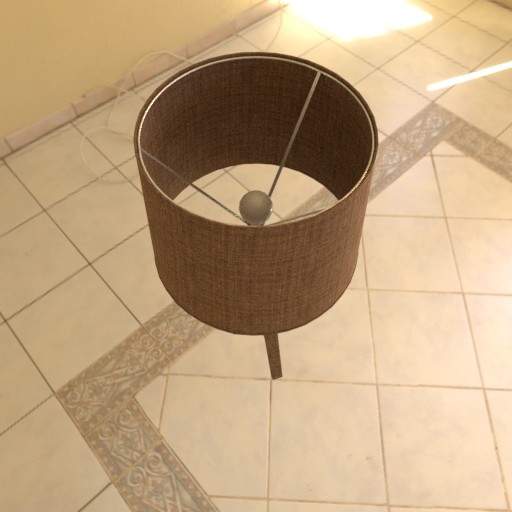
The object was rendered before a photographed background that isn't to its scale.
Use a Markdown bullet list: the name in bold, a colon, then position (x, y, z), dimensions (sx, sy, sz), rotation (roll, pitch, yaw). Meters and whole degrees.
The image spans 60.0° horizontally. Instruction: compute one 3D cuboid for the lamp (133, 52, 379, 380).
- **lamp**: position (0.000, 0.000, 0.673), dimensions (0.290, 0.514, 0.290), rotation (0, 59, 0)
